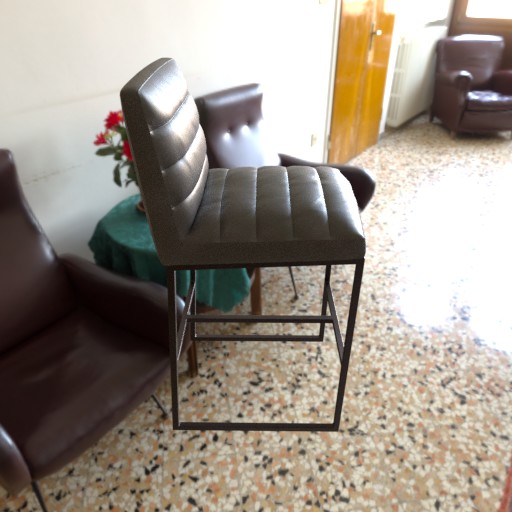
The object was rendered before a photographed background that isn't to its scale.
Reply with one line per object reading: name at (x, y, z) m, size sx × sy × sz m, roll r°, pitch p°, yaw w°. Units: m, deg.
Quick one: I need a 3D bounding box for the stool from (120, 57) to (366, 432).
stool at (0.000, 0.000, 1.339) m, size 0.562 × 1.065 × 0.463 m, roll 0°, pitch 32°, yaw 1°
